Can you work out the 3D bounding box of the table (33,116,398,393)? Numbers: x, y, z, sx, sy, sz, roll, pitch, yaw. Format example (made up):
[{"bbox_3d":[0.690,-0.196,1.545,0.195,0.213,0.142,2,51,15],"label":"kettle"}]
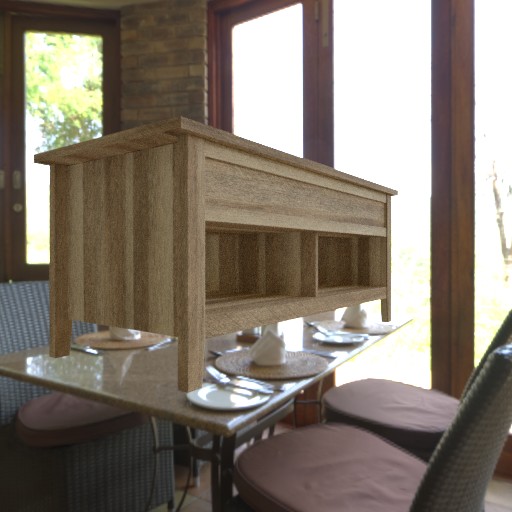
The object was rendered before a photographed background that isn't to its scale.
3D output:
[{"bbox_3d":[0.000,0.000,1.337,0.493,0.480,1.095,0,0,37],"label":"table"}]
